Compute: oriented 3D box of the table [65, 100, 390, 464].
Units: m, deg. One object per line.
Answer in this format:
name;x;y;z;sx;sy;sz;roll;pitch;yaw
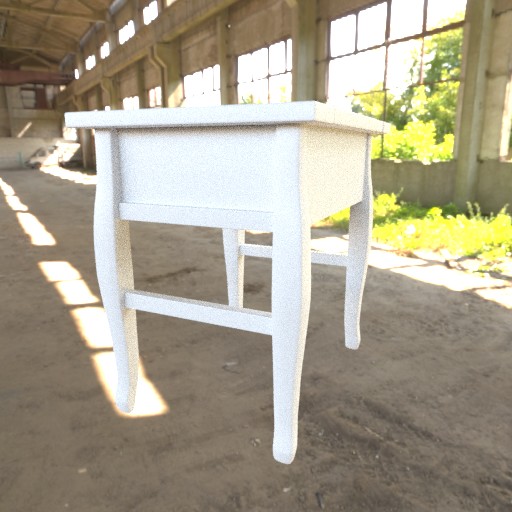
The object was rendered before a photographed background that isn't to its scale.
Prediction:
table;0.000;0.000;1.015;0.463;0.605;0.599;6;15;25
